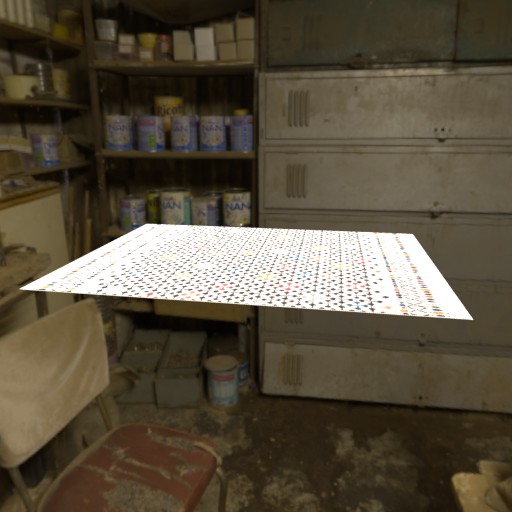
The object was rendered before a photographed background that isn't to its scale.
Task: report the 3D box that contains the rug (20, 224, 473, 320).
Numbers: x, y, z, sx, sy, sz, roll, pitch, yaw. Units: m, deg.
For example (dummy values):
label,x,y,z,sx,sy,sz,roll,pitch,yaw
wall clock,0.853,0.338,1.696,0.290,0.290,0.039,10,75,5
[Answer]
label,x,y,z,sx,sy,sz,roll,pitch,yaw
rug,0.000,0.000,4.176,3.196,0.007,2.354,3,16,10
